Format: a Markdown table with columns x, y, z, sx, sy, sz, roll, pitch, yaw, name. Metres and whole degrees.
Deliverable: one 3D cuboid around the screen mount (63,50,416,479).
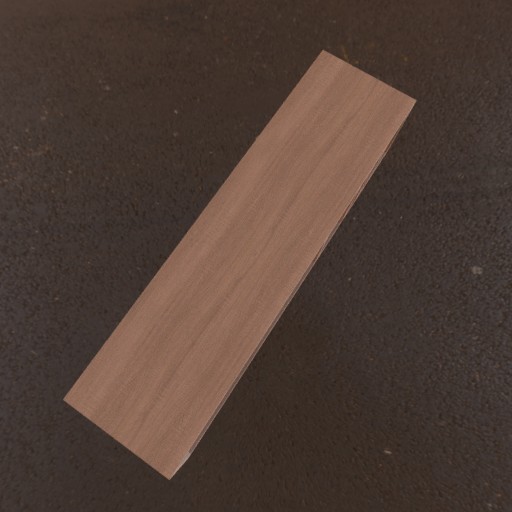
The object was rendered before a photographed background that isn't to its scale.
| x | y | z | sx | sy | sz | roll | pitch | yaw | name |
| --- | --- | --- | --- | --- | --- | --- | --- | --- | --- |
| 0.000 | 0.000 | 1.710 | 0.401 | 0.509 | 1.500 | 33 | 77 | 9 | screen mount |
